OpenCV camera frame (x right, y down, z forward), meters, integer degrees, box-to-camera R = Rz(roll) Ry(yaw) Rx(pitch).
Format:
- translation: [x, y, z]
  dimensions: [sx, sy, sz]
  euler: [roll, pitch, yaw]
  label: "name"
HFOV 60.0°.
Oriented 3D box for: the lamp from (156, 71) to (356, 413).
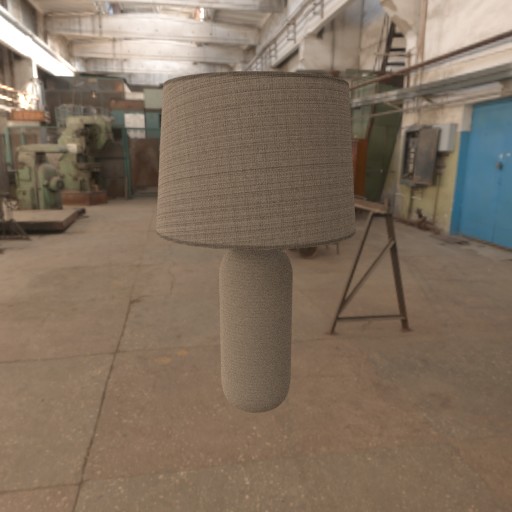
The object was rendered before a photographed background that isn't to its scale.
- translation: [0.000, 0.000, 0.846]
  dimensions: [0.367, 0.609, 0.367]
  euler: [0, 13, 0]
  label: "lamp"
